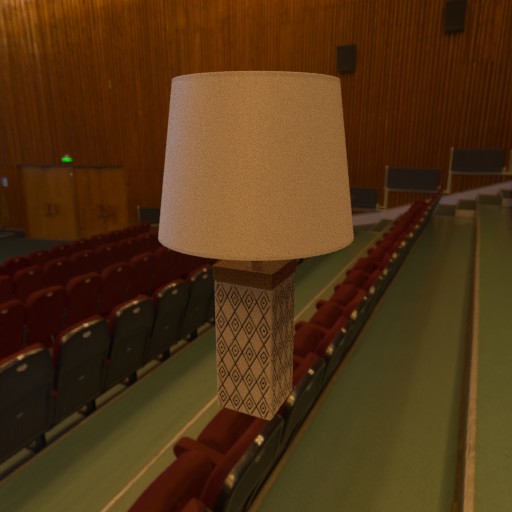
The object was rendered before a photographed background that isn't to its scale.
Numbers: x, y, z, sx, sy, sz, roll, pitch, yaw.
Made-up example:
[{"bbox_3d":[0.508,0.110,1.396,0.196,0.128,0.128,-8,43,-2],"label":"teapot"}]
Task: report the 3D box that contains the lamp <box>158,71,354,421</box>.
[{"bbox_3d":[0.000,0.000,0.591,0.251,0.435,0.251,0,16,0],"label":"lamp"}]
